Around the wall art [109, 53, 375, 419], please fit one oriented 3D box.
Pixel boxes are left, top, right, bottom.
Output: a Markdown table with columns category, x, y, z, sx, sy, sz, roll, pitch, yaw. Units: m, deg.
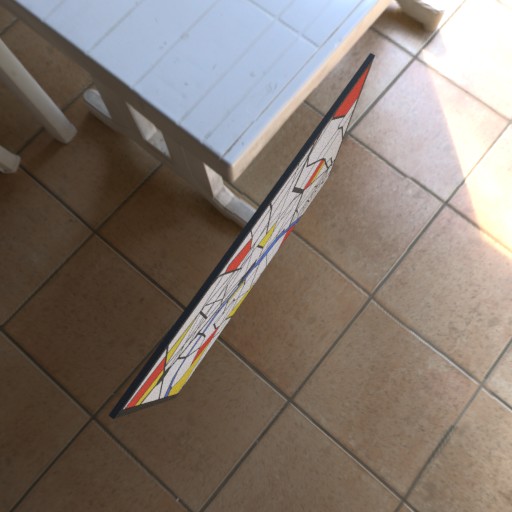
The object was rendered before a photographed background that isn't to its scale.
| category | x | y | z | sx | sy | sz | roll | pitch | yaw |
| --- | --- | --- | --- | --- | --- | --- | --- | --- | --- |
| wall art | 0.000 | 0.000 | 1.251 | 0.013 | 0.665 | 0.963 | 33 | 78 | 8 |
